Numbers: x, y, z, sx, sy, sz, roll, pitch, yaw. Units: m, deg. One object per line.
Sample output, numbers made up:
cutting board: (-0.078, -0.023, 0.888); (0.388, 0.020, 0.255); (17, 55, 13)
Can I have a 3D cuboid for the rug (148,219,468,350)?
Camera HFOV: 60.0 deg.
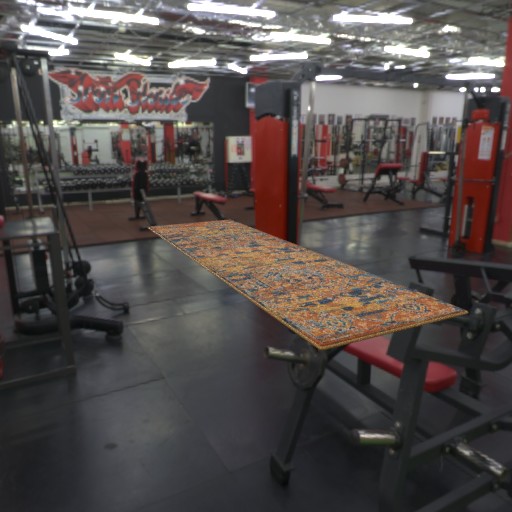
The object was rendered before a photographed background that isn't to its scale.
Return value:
rug: (0.000, 0.000, 2.032); (0.556, 0.013, 1.820); (-7, 16, -26)
